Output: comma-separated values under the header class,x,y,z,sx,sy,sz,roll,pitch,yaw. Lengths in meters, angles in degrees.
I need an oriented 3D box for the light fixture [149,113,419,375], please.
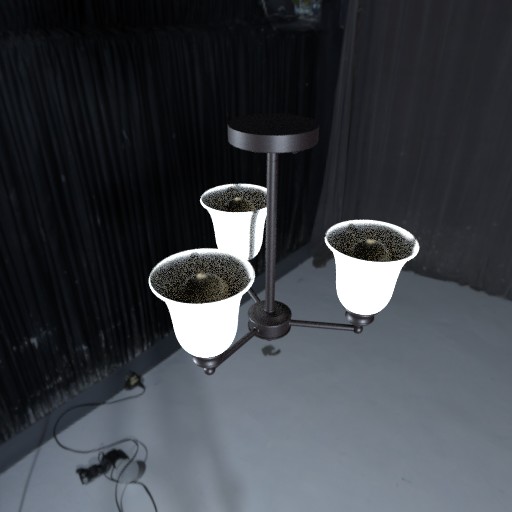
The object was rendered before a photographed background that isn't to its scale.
class,x,y,z,sx,sy,sz,roll,pitch,yaw
light fixture,0.000,0.000,0.652,0.388,0.370,0.354,22,37,33
